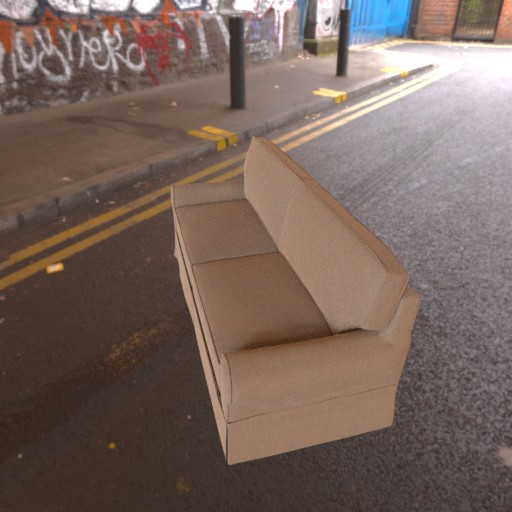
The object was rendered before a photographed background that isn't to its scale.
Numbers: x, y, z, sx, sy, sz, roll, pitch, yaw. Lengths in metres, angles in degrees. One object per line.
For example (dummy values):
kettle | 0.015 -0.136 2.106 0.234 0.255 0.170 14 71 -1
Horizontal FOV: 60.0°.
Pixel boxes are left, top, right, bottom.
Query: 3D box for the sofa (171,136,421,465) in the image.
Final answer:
sofa | 0.000 0.000 2.820 0.900 1.014 2.246 -8 31 -13
